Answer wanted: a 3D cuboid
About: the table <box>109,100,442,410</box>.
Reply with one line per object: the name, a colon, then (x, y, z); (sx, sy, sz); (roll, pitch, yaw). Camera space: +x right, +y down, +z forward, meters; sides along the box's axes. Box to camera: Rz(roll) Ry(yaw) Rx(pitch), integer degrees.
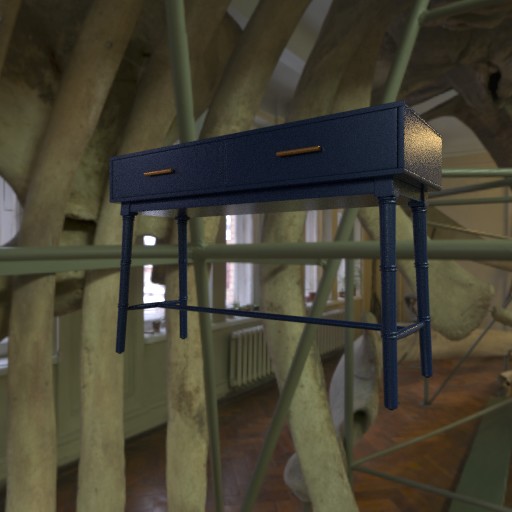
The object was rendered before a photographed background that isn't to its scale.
table: (0.000, 0.000, 1.523); (1.118, 0.749, 0.399); (0, 1, 35)
